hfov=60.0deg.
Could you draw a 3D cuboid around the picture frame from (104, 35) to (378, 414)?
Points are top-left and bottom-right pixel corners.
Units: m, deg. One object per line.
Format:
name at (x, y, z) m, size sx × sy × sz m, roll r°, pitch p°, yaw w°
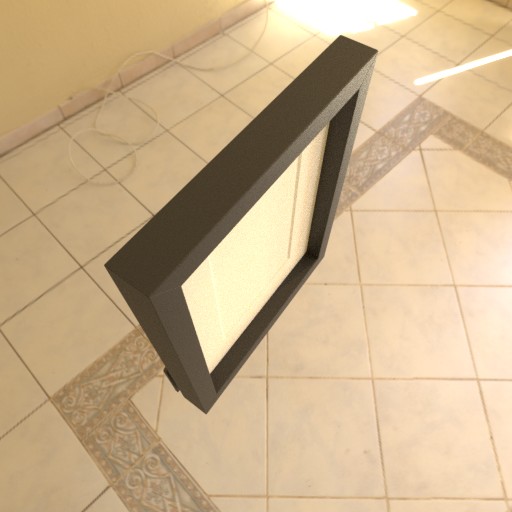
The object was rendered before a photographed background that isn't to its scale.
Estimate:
picture frame at (0.000, 0.000, 0.388) m, size 0.042 × 0.284 × 0.232 m, roll 32°, pitch 65°, yaw 17°
